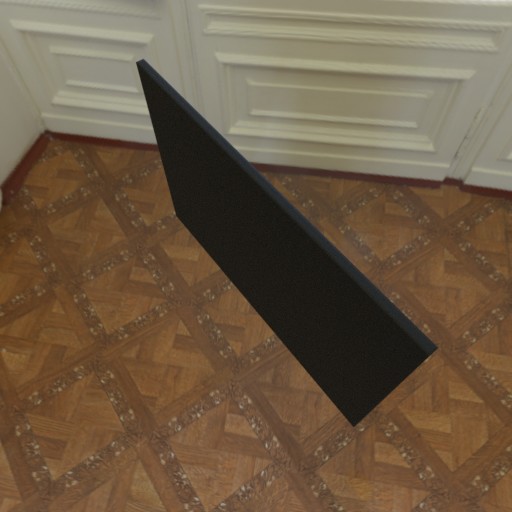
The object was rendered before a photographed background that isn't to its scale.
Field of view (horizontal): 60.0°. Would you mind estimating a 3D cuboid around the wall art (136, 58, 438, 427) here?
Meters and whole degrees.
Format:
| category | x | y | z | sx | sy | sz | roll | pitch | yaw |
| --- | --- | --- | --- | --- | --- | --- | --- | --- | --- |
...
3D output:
| category | x | y | z | sx | sy | sz | roll | pitch | yaw |
| --- | --- | --- | --- | --- | --- | --- | --- | --- | --- |
| wall art | 0.000 | 0.000 | 1.213 | 0.049 | 0.659 | 0.964 | -32 | 64 | -18 |
